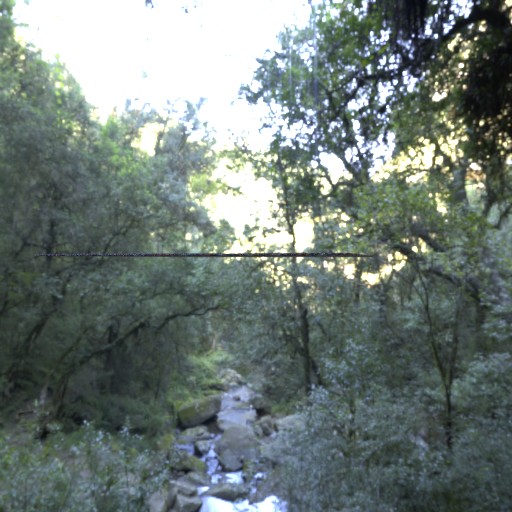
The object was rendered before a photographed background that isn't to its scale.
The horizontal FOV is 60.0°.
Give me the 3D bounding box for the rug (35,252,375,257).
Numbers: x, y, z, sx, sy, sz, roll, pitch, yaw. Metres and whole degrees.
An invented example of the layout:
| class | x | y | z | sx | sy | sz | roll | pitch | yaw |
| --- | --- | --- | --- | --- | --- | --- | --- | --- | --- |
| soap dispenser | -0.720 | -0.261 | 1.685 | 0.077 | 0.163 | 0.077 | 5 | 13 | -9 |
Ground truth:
| class | x | y | z | sx | sy | sz | roll | pitch | yaw |
| --- | --- | --- | --- | --- | --- | --- | --- | --- | --- |
| rug | 0.000 | 0.000 | 2.500 | 1.218 | 0.010 | 1.997 | 0 | 0 | 17 |
